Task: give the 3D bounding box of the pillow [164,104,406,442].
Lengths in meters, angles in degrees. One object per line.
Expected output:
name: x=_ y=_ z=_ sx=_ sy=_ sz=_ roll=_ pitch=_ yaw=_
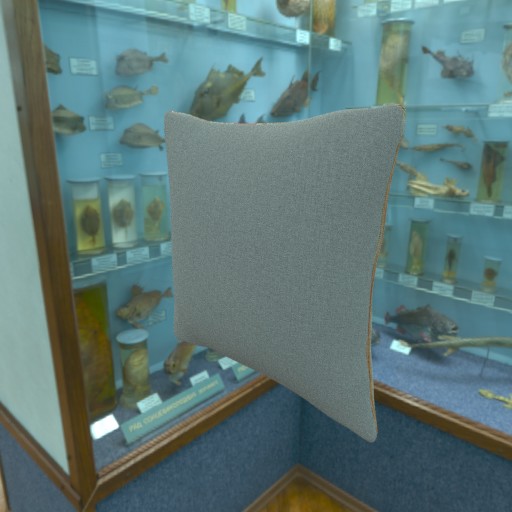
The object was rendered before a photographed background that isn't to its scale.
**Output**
pillow: x=0.000 y=0.000 z=0.660 sx=0.437 sy=0.419 sz=0.136 roll=16 pitch=23 yaw=42
